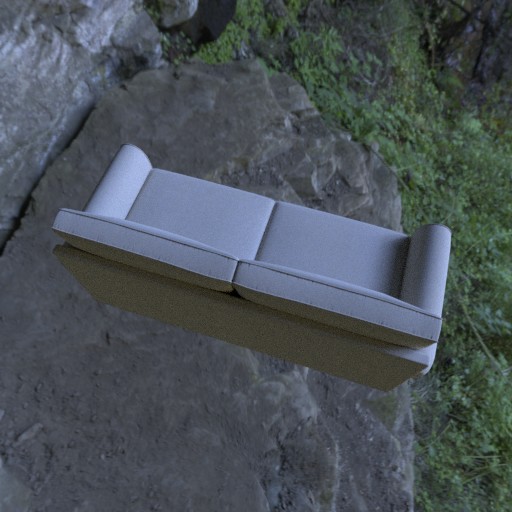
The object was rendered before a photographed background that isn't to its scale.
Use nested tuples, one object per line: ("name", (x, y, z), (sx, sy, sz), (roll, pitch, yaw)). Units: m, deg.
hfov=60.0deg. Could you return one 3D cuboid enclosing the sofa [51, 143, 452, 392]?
("sofa", (0.000, 0.000, 2.657), (2.146, 0.962, 0.901), (16, 64, 8))
